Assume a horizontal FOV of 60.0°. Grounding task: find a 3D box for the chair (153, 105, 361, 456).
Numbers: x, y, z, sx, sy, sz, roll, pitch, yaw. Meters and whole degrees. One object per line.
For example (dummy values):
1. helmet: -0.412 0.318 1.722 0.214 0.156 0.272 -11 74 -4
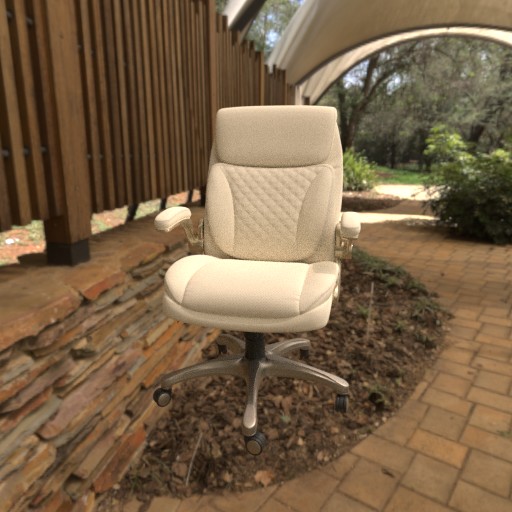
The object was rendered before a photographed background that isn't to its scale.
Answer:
1. chair: 0.000 0.000 1.651 0.740 1.110 0.794 2 15 8
